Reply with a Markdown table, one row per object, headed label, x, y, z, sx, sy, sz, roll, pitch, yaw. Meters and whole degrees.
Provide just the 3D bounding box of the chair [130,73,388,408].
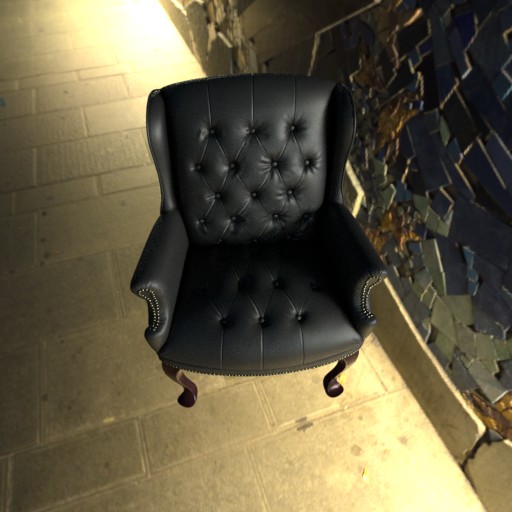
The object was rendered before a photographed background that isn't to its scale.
| label | x | y | z | sx | sy | sz | roll | pitch | yaw |
| --- | --- | --- | --- | --- | --- | --- | --- | --- | --- |
| chair | 0.000 | 0.000 | 1.659 | 0.838 | 1.111 | 0.762 | -3 | 46 | -3 |
